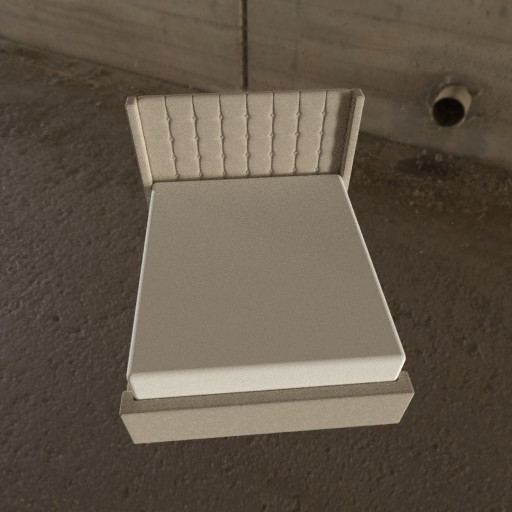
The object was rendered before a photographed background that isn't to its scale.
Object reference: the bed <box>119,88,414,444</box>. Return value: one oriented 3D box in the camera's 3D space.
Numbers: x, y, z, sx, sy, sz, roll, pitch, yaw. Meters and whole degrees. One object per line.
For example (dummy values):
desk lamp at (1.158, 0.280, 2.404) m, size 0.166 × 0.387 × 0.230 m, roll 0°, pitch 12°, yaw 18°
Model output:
bed at (0.000, 0.000, 3.680) m, size 2.045 × 1.743 × 2.370 m, roll -3°, pitch 46°, yaw -3°
